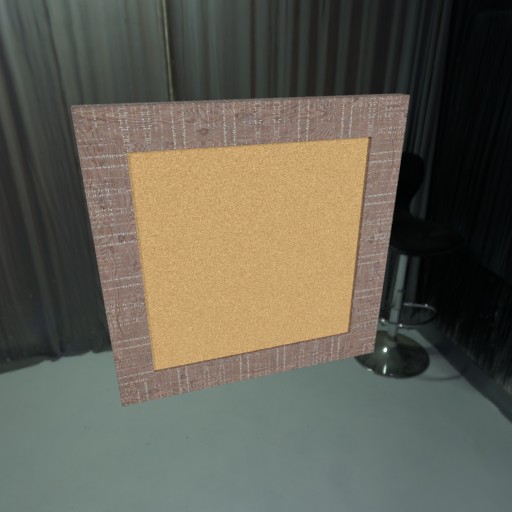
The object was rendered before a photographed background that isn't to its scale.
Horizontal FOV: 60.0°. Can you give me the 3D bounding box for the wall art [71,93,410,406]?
[{"bbox_3d":[0.000,0.000,0.794,0.531,0.531,0.029,-8,27,-16],"label":"wall art"}]
